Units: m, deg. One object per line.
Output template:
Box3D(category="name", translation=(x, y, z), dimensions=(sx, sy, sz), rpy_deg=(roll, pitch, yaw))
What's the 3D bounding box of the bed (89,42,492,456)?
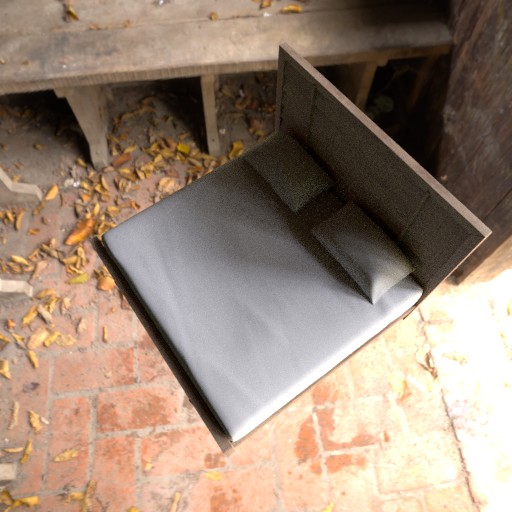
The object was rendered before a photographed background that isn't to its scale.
Box3D(category="bed", translation=(0.000, 0.000, 3.482), dimensions=(2.032, 1.626, 2.032), rpy_deg=(-33, 69, -15))
